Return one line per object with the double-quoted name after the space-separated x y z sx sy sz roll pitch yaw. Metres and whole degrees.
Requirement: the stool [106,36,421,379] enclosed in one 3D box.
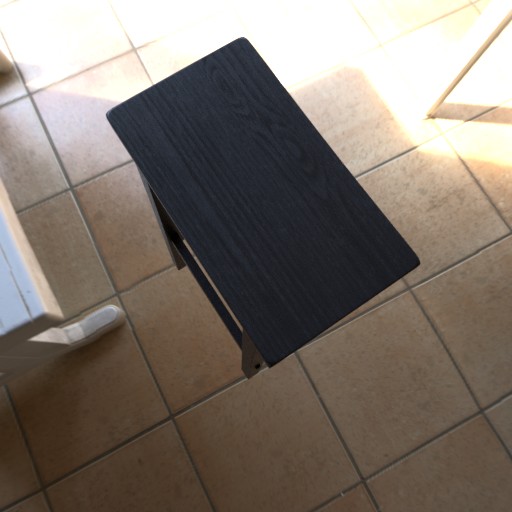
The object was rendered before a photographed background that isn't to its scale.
0.000 0.000 0.934 0.322 0.742 0.406 -33 78 -8 "stool"
